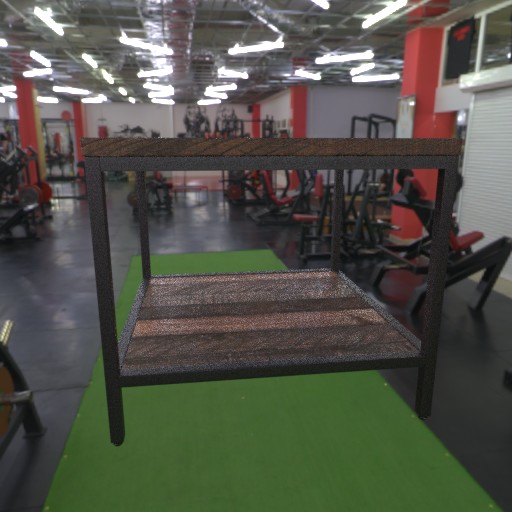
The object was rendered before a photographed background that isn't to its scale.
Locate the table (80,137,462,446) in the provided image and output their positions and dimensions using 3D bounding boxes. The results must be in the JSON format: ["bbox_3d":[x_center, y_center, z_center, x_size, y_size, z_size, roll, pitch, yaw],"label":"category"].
[{"bbox_3d":[0.000,0.000,0.949,0.548,0.482,0.553,-2,14,-7],"label":"table"}]
